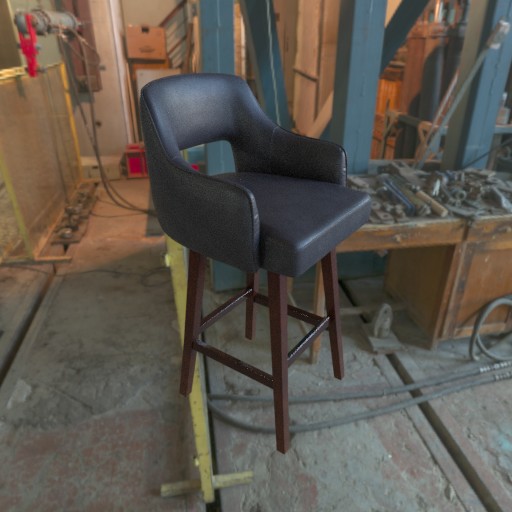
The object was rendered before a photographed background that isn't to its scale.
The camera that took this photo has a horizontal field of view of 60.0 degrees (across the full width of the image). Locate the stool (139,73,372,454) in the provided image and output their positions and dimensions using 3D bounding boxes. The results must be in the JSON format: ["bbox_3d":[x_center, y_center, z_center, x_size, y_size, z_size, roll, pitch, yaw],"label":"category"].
[{"bbox_3d":[0.000,0.000,1.400,0.560,1.041,0.550,18,32,31],"label":"stool"}]
